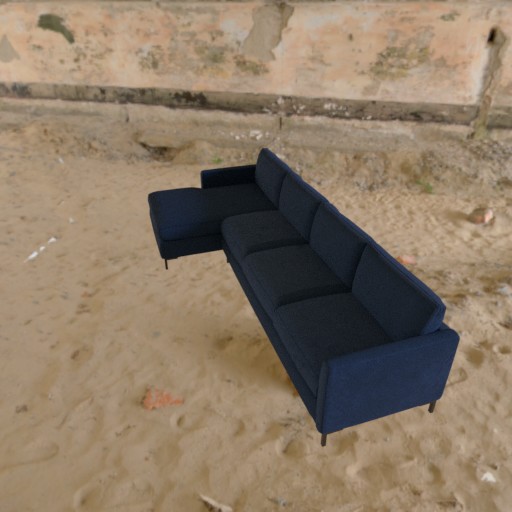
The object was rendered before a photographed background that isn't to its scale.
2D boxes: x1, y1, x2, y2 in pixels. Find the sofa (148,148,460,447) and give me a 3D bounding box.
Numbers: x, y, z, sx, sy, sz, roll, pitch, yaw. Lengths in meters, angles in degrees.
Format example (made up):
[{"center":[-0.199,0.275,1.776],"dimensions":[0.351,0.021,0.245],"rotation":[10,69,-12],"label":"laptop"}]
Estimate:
[{"center":[0.000,0.000,2.868],"dimensions":[1.128,0.679,2.450],"rotation":[-10,33,-16],"label":"sofa"}]
